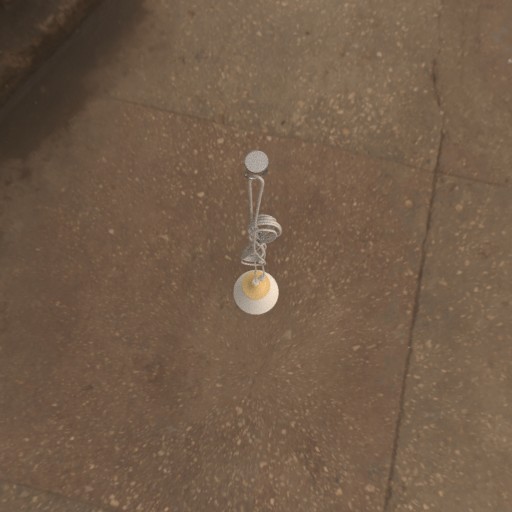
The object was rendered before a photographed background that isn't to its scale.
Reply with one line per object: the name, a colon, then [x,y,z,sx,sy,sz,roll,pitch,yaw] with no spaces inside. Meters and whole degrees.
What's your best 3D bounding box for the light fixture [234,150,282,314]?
light fixture: [0.000,0.000,1.044,0.153,0.966,0.153,16,76,4]
